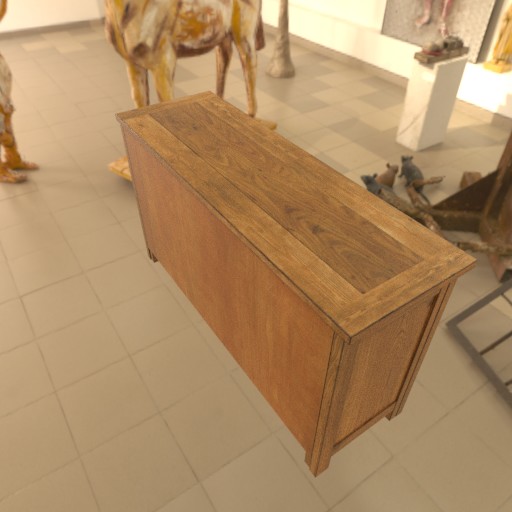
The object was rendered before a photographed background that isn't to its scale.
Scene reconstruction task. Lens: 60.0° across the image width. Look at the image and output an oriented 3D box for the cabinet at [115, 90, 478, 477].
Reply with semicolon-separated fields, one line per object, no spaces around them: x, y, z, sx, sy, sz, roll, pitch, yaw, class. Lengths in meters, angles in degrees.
0.000;0.000;1.839;0.480;0.813;1.474;-24;47;-25;cabinet
